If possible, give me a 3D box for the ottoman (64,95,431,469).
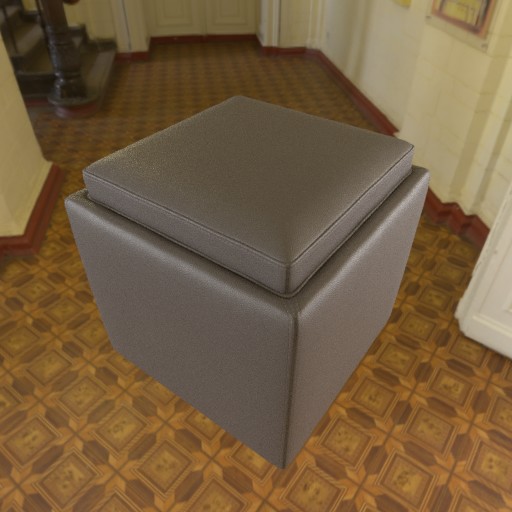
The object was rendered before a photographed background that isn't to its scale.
[{"bbox_3d":[0.000,0.000,0.828,0.450,0.460,0.451,25,46,27],"label":"ottoman"}]
